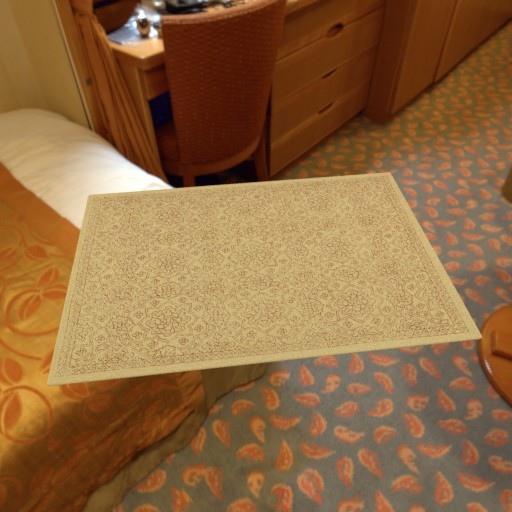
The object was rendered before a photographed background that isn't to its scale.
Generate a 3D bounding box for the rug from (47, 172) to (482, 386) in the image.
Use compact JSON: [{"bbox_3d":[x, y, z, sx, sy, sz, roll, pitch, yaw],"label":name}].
[{"bbox_3d":[0.000,0.000,2.257,1.829,0.010,1.219,-5,47,-5],"label":"rug"}]
